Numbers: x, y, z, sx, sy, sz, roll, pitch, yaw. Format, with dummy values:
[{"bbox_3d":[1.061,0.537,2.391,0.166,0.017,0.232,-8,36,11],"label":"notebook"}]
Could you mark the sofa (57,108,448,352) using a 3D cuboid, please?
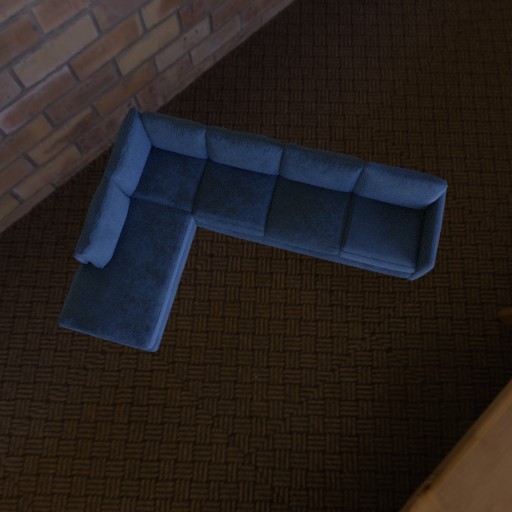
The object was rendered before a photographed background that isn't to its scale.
[{"bbox_3d":[0.000,0.000,3.842,2.949,0.815,2.007,14,75,4],"label":"sofa"}]
